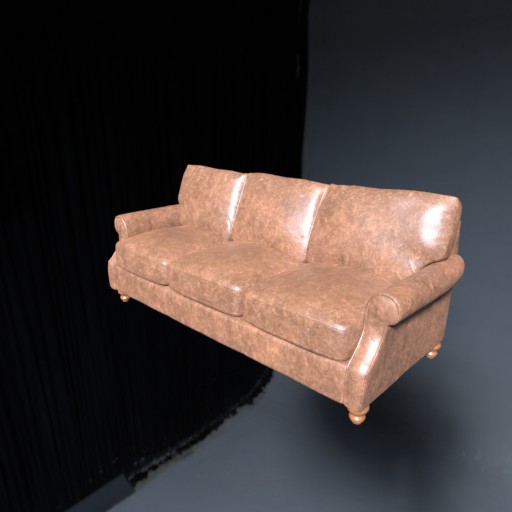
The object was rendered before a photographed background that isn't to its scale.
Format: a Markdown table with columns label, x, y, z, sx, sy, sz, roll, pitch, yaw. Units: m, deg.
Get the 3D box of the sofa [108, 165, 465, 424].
| label | x | y | z | sx | sy | sz | roll | pitch | yaw |
| --- | --- | --- | --- | --- | --- | --- | --- | --- | --- |
| sofa | 0.000 | 0.000 | 2.861 | 2.351 | 0.977 | 0.973 | 16 | 24 | 41 |
